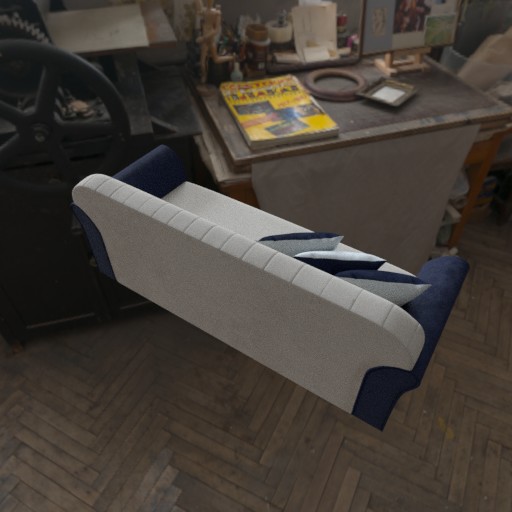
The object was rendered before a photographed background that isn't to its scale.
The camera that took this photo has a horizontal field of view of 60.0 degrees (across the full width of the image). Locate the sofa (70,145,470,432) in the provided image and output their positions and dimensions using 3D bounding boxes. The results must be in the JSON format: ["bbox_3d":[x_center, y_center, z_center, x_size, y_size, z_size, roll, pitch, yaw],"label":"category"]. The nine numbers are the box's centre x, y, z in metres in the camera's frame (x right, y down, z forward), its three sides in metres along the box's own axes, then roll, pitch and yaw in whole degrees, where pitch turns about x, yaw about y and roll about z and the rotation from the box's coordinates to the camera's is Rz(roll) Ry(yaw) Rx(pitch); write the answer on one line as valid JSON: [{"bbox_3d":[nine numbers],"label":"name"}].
[{"bbox_3d":[0.000,0.000,2.435,2.006,0.789,0.749,25,50,23],"label":"sofa"}]
